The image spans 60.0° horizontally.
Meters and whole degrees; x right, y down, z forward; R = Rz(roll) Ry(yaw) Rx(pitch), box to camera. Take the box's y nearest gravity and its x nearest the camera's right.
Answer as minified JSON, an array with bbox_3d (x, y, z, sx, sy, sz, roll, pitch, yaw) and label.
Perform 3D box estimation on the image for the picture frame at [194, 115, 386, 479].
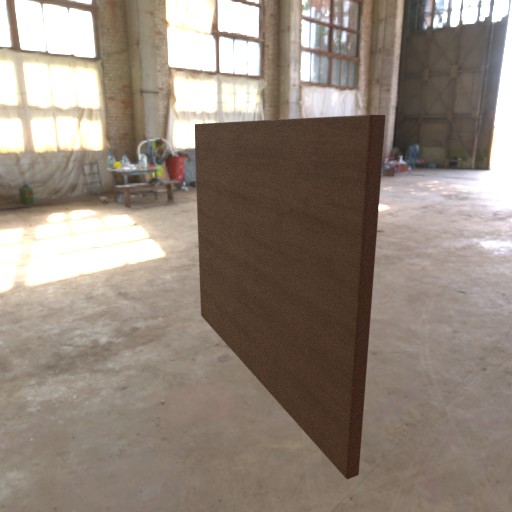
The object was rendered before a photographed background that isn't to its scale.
[{"bbox_3d":[0.000,0.000,1.745,0.045,1.018,1.329,-7,17,-24],"label":"picture frame"}]
